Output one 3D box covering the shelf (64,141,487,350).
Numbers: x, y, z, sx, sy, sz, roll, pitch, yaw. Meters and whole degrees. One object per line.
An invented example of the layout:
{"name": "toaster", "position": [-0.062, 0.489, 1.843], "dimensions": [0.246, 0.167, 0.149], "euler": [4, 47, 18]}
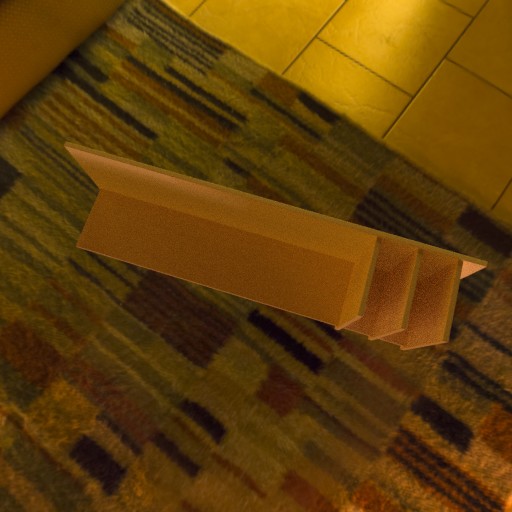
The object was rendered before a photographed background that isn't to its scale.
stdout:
{"name": "shelf", "position": [0.000, 0.000, 1.147], "dimensions": [1.020, 0.300, 0.200], "euler": [17, 75, 4]}
